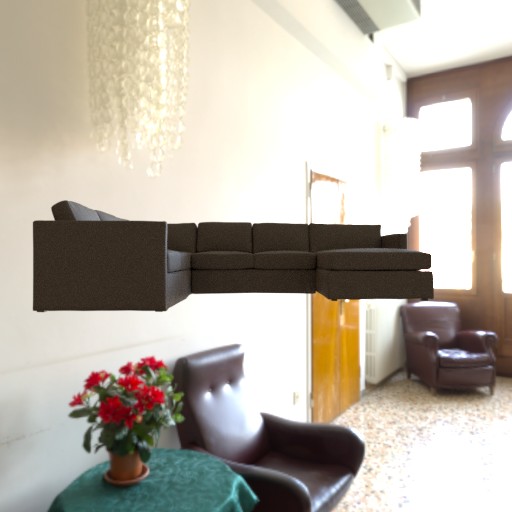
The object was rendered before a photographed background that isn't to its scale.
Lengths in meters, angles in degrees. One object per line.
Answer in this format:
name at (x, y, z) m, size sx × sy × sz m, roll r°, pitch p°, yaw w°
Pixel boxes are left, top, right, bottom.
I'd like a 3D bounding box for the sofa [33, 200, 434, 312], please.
sofa at (0.000, 0.000, 4.595) m, size 3.460 × 0.882 × 2.427 m, roll 0°, pitch 0°, yaw -2°
